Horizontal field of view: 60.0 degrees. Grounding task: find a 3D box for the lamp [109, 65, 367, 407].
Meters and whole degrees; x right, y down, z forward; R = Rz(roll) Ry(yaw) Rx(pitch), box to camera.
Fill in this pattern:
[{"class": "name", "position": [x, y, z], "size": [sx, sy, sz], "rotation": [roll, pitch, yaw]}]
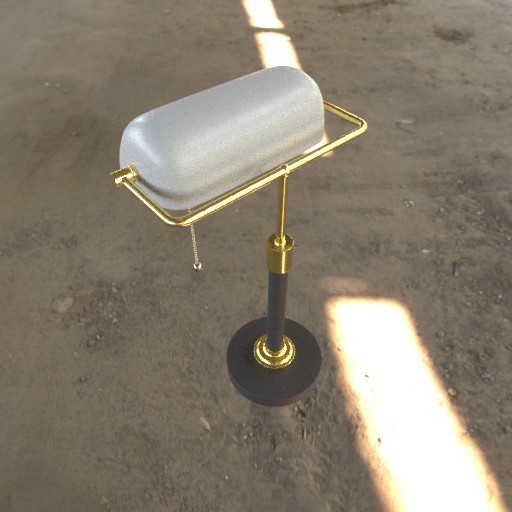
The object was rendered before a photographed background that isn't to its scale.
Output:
[{"class": "lamp", "position": [0.000, 0.000, 0.558], "size": [0.269, 0.404, 0.227], "rotation": [-32, 53, -27]}]
